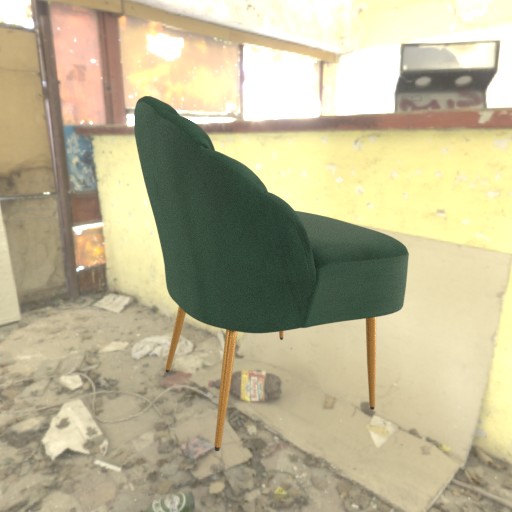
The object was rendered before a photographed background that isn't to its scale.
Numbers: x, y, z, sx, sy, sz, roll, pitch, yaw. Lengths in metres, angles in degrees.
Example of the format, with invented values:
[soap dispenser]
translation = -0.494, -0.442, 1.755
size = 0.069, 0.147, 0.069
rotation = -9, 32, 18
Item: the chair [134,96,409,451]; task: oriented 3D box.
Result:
[chair]
translation = 0.000, 0.000, 1.238
size = 0.599, 0.819, 0.657
rotation = -7, 16, -26
